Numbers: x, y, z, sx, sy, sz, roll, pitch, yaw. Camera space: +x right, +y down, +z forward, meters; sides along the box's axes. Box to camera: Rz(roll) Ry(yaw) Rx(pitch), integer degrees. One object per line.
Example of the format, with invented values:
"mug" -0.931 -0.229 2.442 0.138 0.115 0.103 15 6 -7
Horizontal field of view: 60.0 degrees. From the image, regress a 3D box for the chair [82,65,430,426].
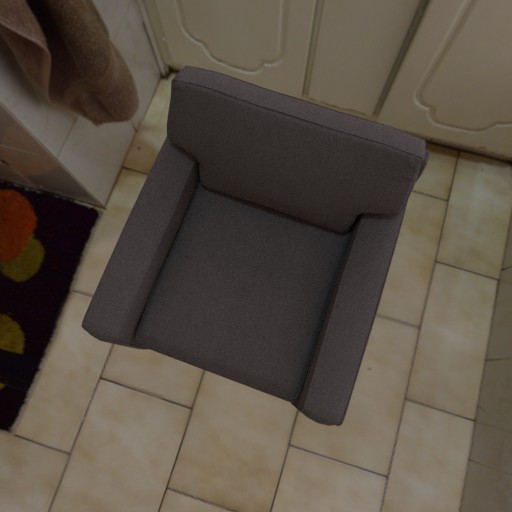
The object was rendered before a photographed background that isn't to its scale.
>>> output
"chair" 0.000 0.000 1.807 0.997 0.913 1.043 19 76 5
